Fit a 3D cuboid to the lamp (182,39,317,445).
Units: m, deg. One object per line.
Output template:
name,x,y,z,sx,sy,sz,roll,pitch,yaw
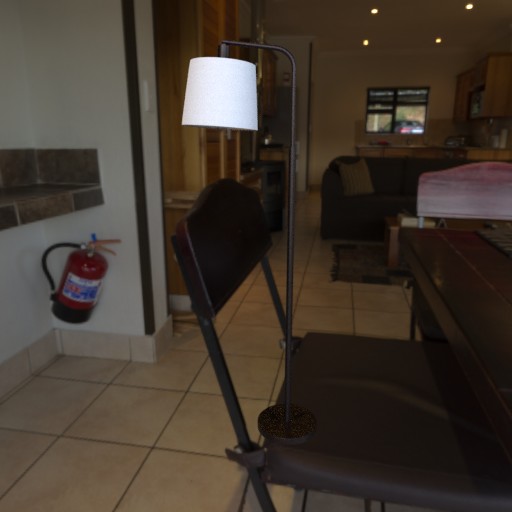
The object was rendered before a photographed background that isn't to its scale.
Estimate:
lamp,0.000,0.000,1.655,0.508,1.478,0.254,-2,14,-8
